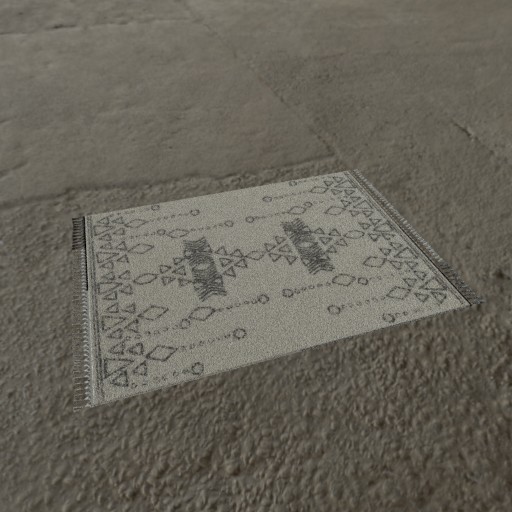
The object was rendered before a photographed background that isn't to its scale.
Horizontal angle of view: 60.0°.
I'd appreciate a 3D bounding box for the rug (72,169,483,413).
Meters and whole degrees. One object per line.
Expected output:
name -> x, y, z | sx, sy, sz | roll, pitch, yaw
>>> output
rug -> 0.000, 0.000, 2.919 | 2.312, 0.013, 1.600 | -12, 43, -13
